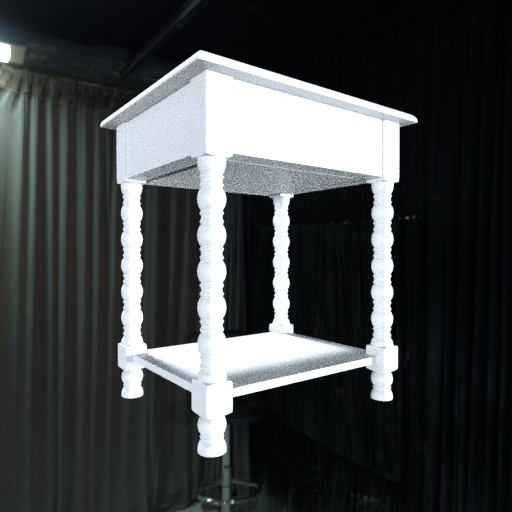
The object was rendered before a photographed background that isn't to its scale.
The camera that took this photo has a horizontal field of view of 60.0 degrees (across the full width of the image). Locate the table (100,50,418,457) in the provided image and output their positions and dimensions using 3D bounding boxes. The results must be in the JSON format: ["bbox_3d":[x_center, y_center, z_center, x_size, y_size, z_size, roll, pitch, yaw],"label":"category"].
[{"bbox_3d":[0.000,0.000,0.835,0.460,0.531,0.381,-1,1,-37],"label":"table"}]
